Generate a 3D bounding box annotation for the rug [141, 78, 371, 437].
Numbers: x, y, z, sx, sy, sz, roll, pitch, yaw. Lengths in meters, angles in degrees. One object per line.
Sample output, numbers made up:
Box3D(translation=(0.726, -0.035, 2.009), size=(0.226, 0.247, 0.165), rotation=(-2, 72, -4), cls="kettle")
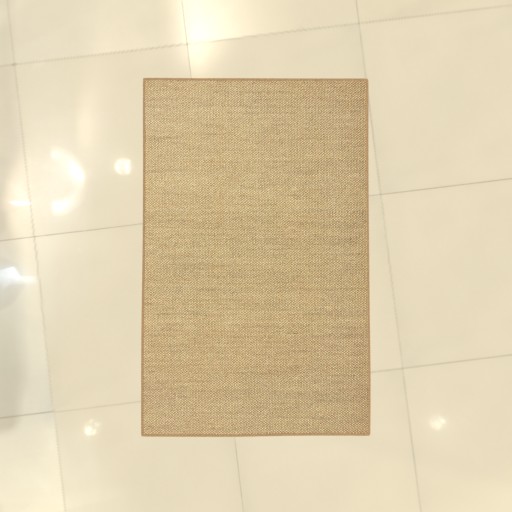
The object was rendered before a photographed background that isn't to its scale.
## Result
Box3D(translation=(0.000, 0.000, 2.061), size=(1.061, 0.012, 1.668), rotation=(0, 89, 0), cls="rug")
